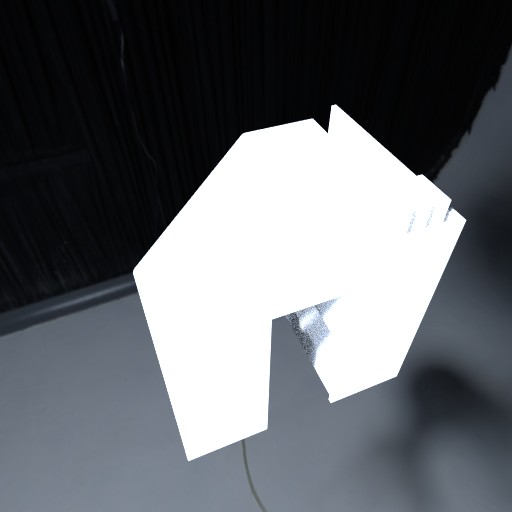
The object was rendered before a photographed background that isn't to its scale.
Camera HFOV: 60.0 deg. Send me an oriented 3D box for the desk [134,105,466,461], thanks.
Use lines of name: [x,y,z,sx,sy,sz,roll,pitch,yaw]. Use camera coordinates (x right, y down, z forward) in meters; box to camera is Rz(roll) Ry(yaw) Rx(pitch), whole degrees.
desk: [0.000,0.000,1.766,0.940,0.986,0.940,-16,48,-15]
